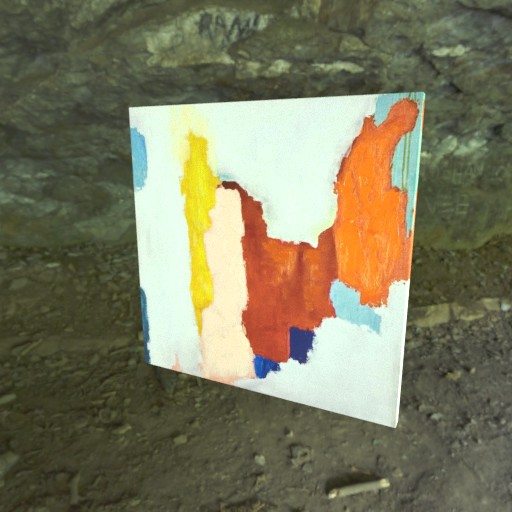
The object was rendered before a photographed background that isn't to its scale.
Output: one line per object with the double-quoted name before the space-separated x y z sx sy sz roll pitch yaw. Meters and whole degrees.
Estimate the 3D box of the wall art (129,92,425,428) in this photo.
"wall art" 0.000 0.000 1.536 1.017 1.017 0.044 7 15 26
